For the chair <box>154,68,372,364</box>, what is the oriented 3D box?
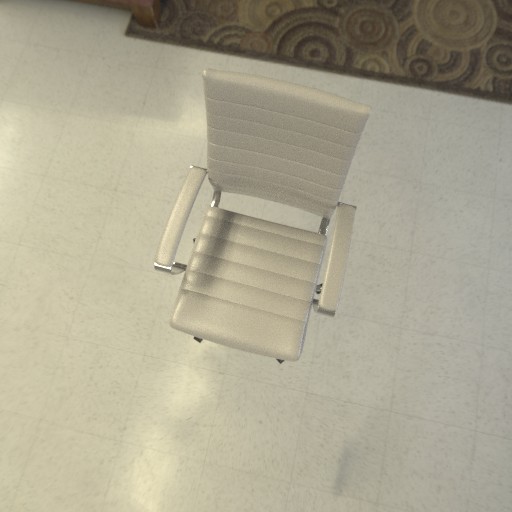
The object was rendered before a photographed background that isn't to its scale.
[{"bbox_3d":[0.000,0.000,1.604,0.679,1.149,0.667,15,76,4],"label":"chair"}]
